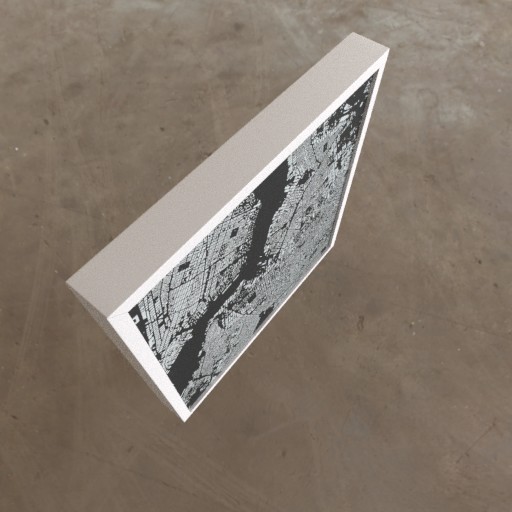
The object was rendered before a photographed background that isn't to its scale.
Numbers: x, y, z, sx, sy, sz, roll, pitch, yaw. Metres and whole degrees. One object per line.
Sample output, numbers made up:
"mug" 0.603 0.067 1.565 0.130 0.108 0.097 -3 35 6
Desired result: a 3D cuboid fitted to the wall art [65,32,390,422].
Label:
"wall art" 0.000 0.000 0.440 0.037 0.305 0.305 35 65 19
